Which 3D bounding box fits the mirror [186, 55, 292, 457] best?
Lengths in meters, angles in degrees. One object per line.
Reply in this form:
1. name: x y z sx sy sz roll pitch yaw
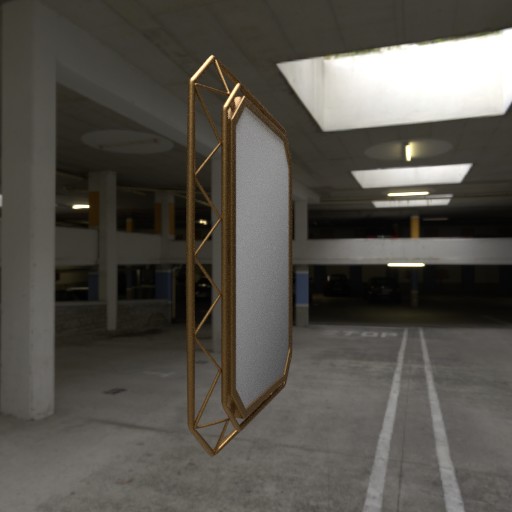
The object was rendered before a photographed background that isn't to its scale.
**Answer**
1. mirror: 0.000 0.000 0.743 0.042 0.566 0.417 0 -1 19
